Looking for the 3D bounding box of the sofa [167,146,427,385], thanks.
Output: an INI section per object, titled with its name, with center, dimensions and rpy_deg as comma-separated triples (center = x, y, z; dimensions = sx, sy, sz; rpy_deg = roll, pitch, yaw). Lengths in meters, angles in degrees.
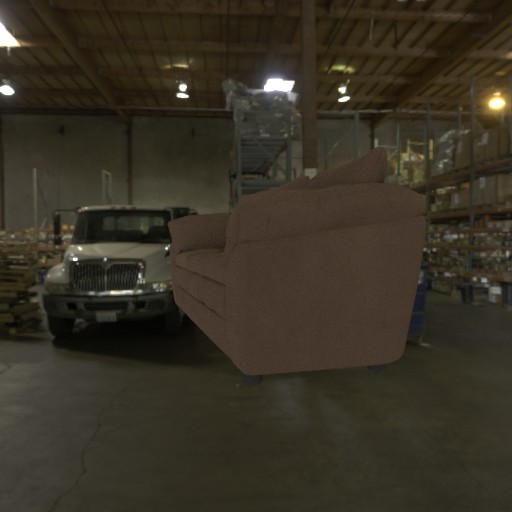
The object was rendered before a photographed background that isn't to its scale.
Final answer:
[sofa]
center = 0.000, 0.000, 2.876
dimensions = 0.878, 1.015, 2.336
rpy_deg = -1, 2, -18
